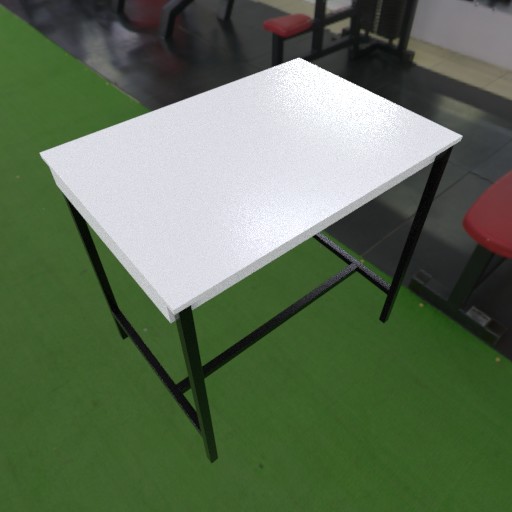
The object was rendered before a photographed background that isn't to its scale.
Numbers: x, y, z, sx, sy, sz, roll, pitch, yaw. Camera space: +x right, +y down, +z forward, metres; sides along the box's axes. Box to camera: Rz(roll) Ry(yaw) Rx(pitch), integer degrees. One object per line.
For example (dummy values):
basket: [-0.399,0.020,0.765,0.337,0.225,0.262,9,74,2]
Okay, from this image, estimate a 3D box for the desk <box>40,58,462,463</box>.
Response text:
desk: [0.000,0.000,1.317,0.811,0.766,0.573,-31,54,-26]
